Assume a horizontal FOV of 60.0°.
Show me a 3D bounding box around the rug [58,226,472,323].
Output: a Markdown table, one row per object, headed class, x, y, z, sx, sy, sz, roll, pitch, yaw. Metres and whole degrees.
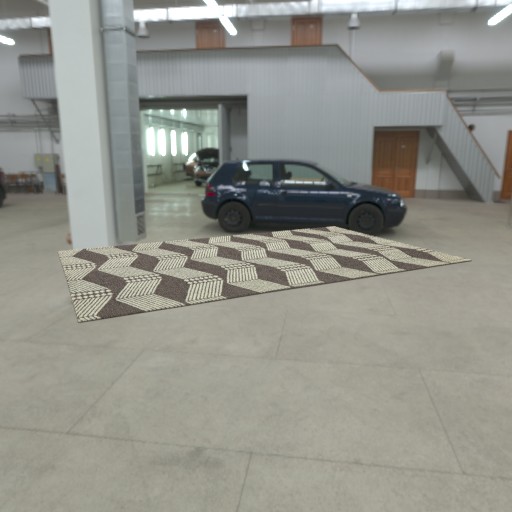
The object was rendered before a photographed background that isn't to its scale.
| class | x | y | z | sx | sy | sz | roll | pitch | yaw |
| --- | --- | --- | --- | --- | --- | --- | --- | --- | --- |
| rug | 0.000 | 0.000 | 3.057 | 2.435 | 0.011 | 1.517 | -7 | 15 | -26 |
